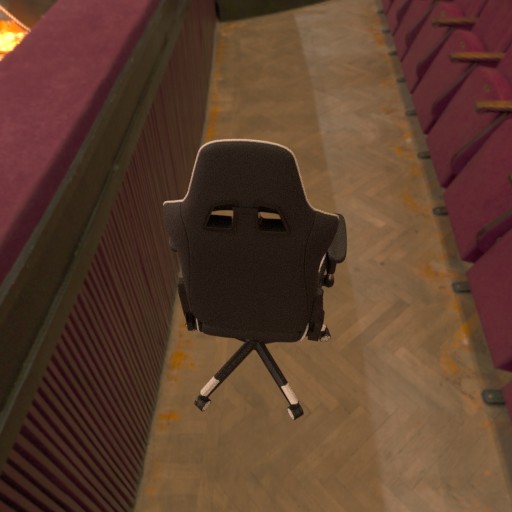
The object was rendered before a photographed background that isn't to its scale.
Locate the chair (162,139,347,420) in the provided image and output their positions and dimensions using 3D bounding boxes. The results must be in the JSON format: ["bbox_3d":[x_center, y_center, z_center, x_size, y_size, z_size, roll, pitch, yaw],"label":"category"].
[{"bbox_3d":[0.000,0.000,1.642,0.700,1.240,0.700,4,47,4],"label":"chair"}]
